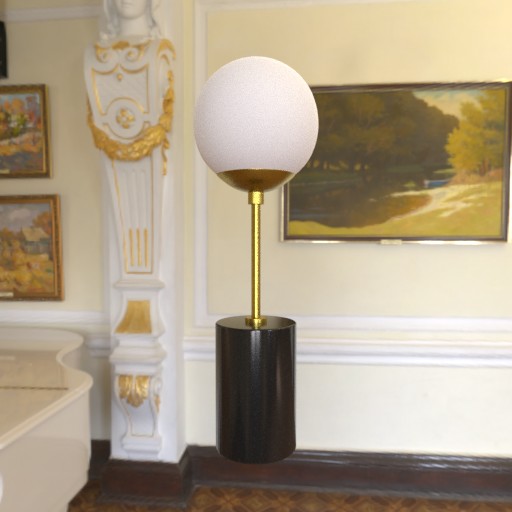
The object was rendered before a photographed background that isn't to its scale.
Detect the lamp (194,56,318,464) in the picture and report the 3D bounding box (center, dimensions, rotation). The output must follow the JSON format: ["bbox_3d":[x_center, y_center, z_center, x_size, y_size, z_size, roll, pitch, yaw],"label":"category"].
[{"bbox_3d":[0.000,0.000,0.555,0.153,0.480,0.153,0,2,0],"label":"lamp"}]
